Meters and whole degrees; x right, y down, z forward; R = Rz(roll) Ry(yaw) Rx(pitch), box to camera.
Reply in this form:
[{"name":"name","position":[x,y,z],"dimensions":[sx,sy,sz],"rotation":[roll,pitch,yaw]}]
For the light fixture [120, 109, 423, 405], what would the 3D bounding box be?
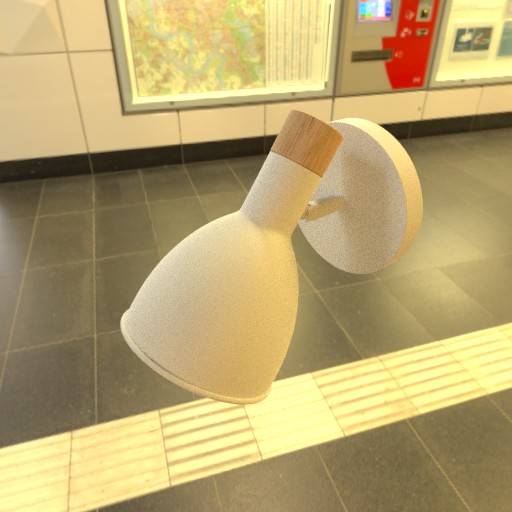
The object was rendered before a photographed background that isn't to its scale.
[{"name":"light fixture","position":[0.000,0.000,0.327],"dimensions":[0.209,0.199,0.127],"rotation":[-22,39,-30]}]
